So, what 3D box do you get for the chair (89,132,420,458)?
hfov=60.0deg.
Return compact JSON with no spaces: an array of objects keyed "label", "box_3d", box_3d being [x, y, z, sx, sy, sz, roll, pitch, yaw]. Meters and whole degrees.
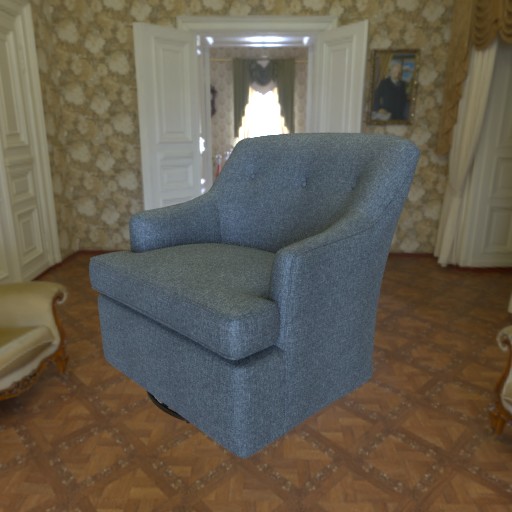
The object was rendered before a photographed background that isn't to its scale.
[{"label":"chair","box_3d":[0.000,0.000,1.591,0.923,0.856,0.864,-15,21,-43]}]
